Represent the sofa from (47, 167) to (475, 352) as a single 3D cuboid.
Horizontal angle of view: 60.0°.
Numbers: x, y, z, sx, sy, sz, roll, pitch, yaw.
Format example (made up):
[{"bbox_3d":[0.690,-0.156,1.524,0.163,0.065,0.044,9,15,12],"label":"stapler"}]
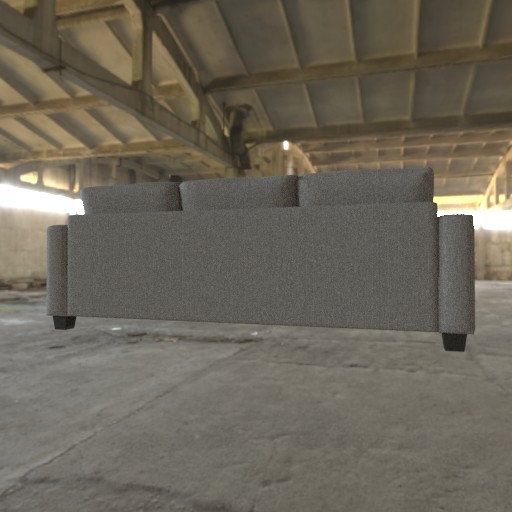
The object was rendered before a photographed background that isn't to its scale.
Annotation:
[{"bbox_3d":[0.000,0.000,2.508,2.120,0.800,0.900,0,-1,17],"label":"sofa"}]
